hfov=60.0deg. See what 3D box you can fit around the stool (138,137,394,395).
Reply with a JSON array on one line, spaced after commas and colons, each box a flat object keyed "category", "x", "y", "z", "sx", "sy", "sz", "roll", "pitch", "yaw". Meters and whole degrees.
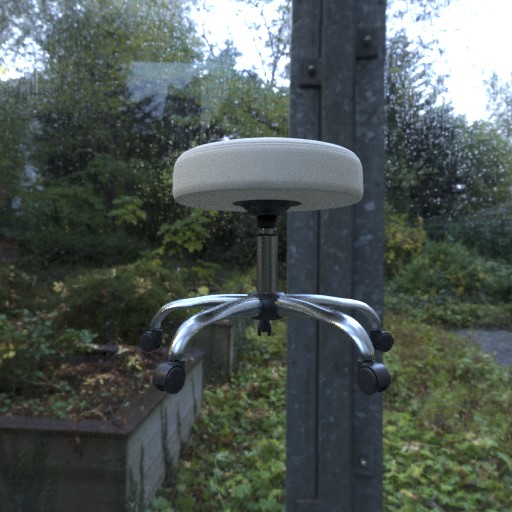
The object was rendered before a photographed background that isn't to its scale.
[{"category": "stool", "x": 0.000, "y": 0.000, "z": 1.037, "sx": 0.614, "sy": 0.482, "sz": 0.634, "roll": 0, "pitch": 0, "yaw": 18}]
